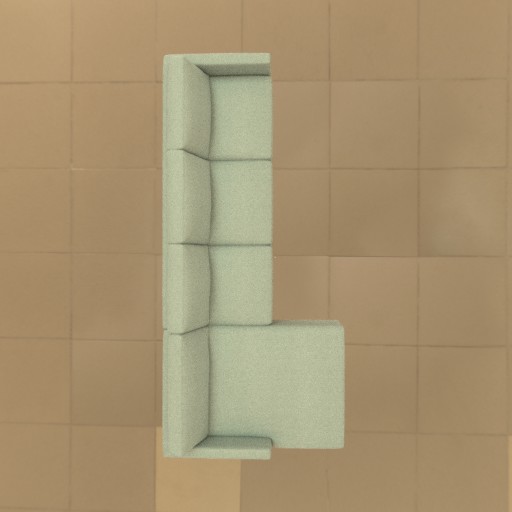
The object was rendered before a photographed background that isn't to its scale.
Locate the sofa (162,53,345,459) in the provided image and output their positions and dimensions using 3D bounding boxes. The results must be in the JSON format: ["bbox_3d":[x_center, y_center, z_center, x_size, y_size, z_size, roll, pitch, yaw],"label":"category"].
[{"bbox_3d":[0.000,0.000,4.016,1.600,0.953,3.470,0,90,2],"label":"sofa"}]
